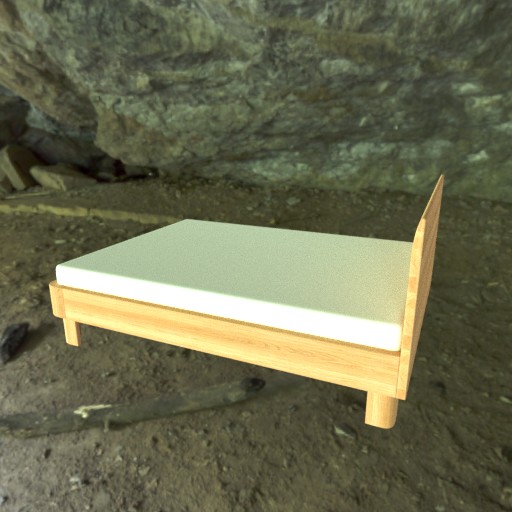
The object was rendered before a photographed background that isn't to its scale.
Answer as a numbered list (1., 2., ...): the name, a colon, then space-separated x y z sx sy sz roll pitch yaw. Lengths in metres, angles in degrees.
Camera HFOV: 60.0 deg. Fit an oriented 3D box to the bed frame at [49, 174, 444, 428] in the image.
1. bed frame: 0.000 0.000 2.742 1.992 0.940 1.472 8 19 23
